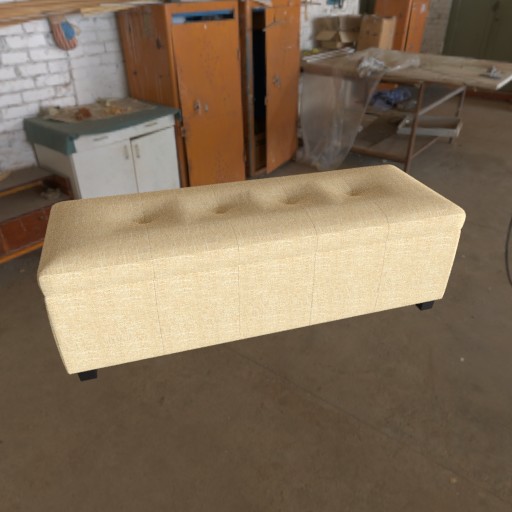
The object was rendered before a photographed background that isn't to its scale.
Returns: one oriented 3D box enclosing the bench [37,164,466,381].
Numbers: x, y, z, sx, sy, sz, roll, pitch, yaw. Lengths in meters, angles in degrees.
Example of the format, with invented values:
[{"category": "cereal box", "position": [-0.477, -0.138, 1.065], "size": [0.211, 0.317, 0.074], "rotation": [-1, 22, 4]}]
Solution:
[{"category": "bench", "position": [0.000, 0.000, 1.456], "size": [1.219, 0.406, 0.432], "rotation": [-9, 33, -14]}]
